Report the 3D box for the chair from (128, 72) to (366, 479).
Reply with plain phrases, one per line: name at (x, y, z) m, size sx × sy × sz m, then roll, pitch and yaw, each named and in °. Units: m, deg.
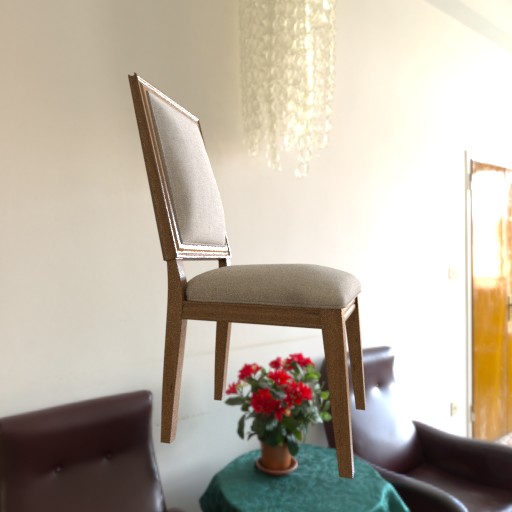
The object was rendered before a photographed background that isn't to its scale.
chair at (0.000, 0.000, 1.306) m, size 0.601 × 0.988 × 0.536 m, roll 0°, pitch 0°, yaw 17°
